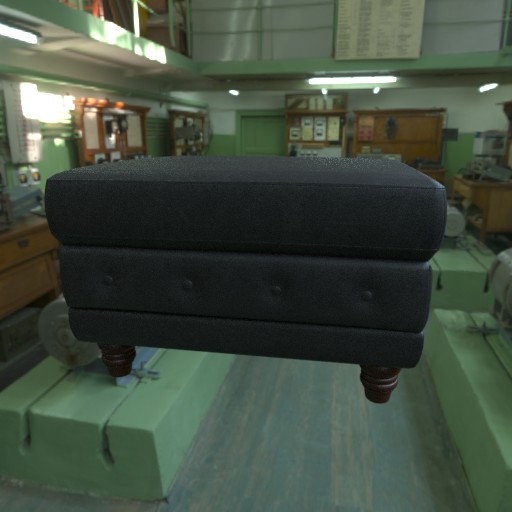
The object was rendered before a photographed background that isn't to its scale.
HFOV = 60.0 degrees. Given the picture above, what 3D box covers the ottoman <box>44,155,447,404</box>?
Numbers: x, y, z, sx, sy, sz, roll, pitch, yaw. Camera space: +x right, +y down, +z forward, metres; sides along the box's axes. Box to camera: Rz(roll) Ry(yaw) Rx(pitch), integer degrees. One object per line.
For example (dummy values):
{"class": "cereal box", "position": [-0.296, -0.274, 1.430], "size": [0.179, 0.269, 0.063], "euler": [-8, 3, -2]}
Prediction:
{"class": "ottoman", "position": [0.000, 0.000, 1.161], "size": [0.795, 0.498, 0.590], "euler": [3, 16, 10]}
